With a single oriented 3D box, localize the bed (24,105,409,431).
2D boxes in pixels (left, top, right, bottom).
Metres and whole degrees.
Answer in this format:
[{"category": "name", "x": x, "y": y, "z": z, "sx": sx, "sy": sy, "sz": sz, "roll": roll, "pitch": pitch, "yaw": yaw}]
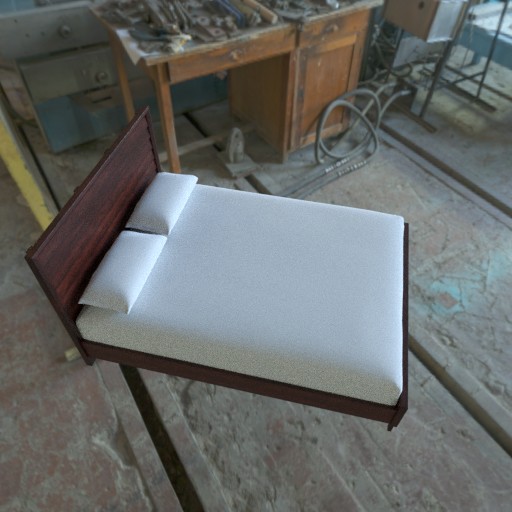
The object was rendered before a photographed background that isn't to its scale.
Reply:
[{"category": "bed", "x": 0.000, "y": 0.000, "z": 3.984, "sx": 2.803, "sy": 1.492, "sz": 2.040, "roll": 10, "pitch": 49, "yaw": 9}]
